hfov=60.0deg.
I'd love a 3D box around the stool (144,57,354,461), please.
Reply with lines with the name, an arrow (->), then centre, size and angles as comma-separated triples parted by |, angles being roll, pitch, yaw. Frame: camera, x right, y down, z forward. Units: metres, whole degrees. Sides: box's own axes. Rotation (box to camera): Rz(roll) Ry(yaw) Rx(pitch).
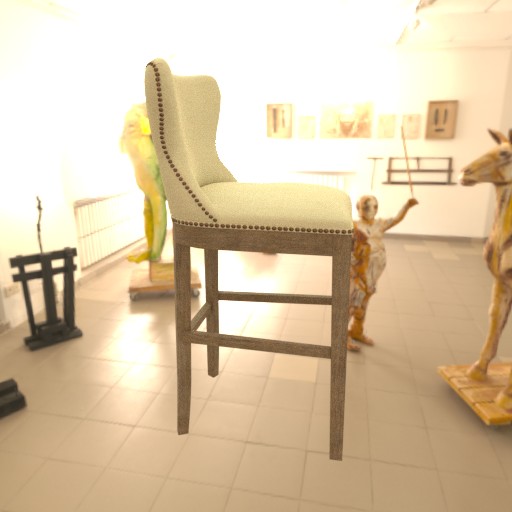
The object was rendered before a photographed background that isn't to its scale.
stool -> 0.000, 0.000, 1.415 | 0.606, 1.123, 0.494 | 3, 17, 11
